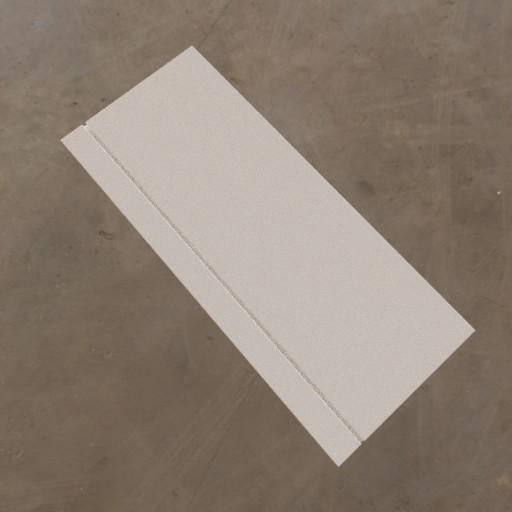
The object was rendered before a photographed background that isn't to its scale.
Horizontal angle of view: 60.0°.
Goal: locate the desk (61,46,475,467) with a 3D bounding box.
[{"bbox_3d":[0.000,0.000,2.023,0.670,0.760,1.580,-40,79,-10],"label":"desk"}]
